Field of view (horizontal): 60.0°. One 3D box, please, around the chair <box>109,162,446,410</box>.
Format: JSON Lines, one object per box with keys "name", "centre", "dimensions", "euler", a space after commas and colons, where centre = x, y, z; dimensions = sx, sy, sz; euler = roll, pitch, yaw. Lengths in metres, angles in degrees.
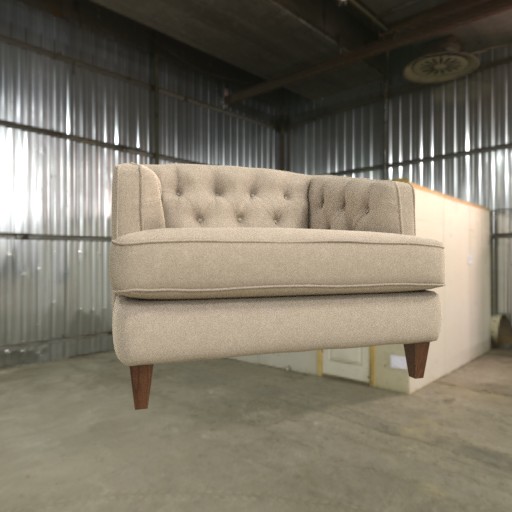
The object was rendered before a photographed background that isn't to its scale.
{"name": "chair", "centre": [0.000, 0.000, 1.740], "dimensions": [1.104, 0.852, 0.941], "euler": [0, 0, -19]}
